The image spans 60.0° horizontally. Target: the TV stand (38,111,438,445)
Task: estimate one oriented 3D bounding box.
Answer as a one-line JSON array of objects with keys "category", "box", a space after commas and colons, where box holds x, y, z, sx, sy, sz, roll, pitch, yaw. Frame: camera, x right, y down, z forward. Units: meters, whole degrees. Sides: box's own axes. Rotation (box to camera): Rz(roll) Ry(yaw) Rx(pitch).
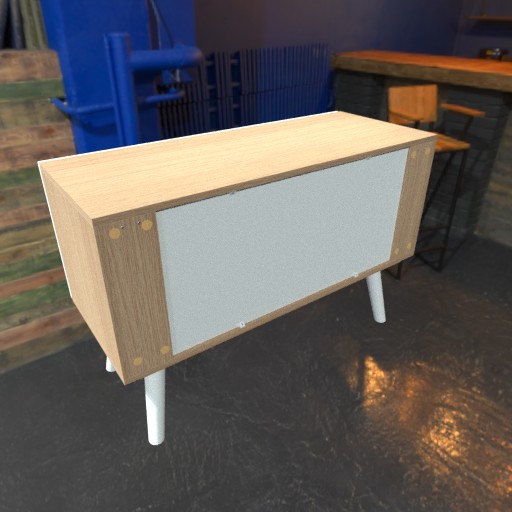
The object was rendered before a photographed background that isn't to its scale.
[{"category": "TV stand", "box": [0.000, 0.000, 1.325, 0.991, 0.660, 0.407, -19, 35, -30]}]
